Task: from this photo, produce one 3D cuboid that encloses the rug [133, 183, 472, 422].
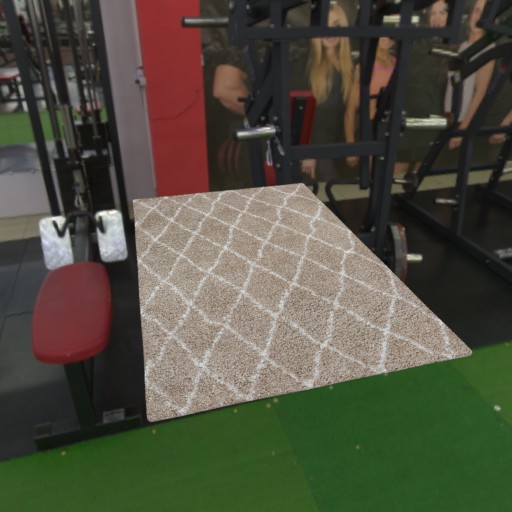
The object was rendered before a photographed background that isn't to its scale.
[{"bbox_3d":[0.000,0.000,3.415,1.778,0.030,2.743,-8,31,-13],"label":"rug"}]
